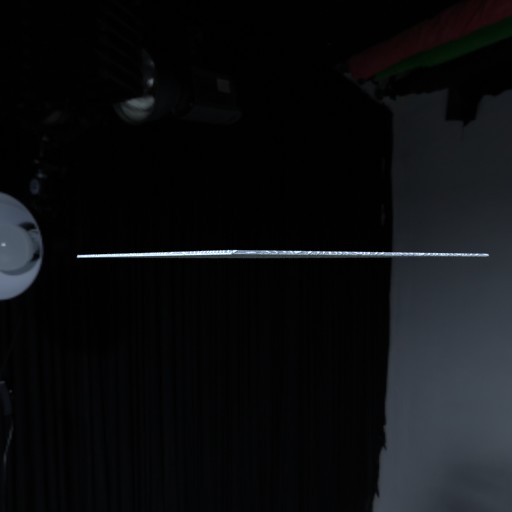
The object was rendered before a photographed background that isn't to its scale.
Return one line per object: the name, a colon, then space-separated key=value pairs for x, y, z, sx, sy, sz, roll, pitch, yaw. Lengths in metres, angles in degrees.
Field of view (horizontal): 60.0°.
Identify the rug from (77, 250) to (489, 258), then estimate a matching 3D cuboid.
rug: x=0.000 y=0.000 z=4.099 sx=2.456 sy=0.021 sz=3.042 roll=0 pitch=-1 yaw=-35
